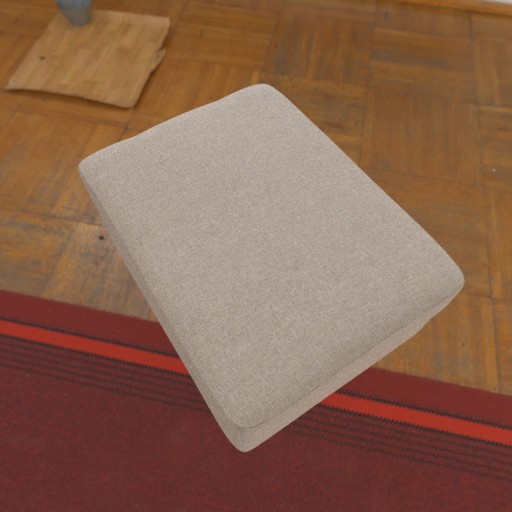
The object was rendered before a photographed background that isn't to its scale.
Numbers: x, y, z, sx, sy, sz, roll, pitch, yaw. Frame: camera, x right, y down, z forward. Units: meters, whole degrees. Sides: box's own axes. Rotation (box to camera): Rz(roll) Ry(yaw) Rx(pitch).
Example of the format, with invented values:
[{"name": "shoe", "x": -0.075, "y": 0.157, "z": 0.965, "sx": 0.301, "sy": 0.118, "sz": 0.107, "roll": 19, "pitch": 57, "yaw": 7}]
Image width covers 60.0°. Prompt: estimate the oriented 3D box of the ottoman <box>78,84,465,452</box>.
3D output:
[{"name": "ottoman", "x": 0.000, "y": 0.000, "z": 1.332, "sx": 0.677, "sy": 0.519, "sz": 0.898, "roll": -29, "pitch": 63, "yaw": -17}]
